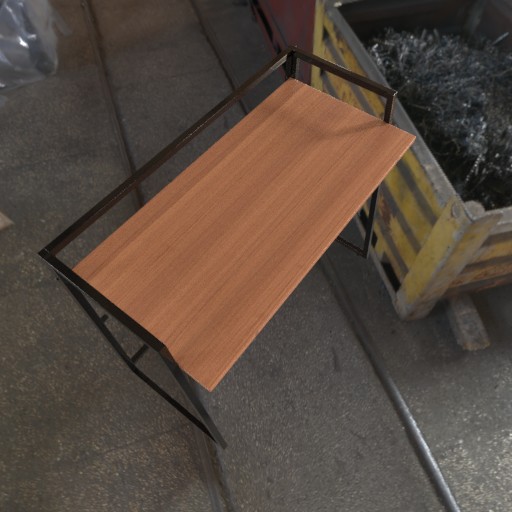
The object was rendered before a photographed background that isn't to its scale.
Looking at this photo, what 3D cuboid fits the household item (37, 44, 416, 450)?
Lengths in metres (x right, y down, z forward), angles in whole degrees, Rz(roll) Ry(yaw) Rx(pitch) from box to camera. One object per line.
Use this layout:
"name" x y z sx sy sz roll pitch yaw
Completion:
"household item" 0.000 0.000 1.552 0.510 0.860 1.050 33 64 19
